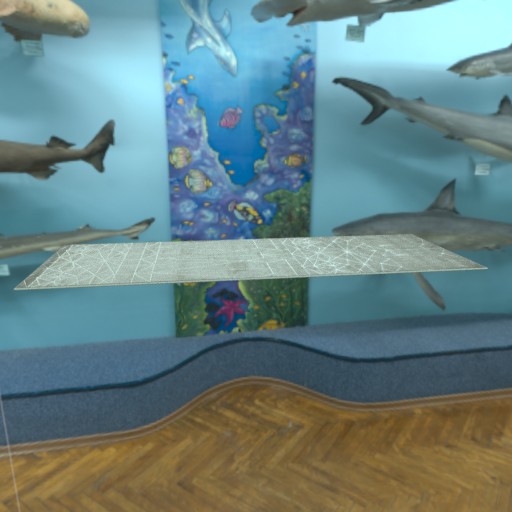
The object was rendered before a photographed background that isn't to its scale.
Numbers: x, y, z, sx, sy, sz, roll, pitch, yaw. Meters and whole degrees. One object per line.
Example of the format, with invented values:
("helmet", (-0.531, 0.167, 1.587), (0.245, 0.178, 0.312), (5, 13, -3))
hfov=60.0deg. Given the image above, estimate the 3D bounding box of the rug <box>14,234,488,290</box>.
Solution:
("rug", (0.000, 0.000, 2.626), (2.388, 0.012, 0.864), (-2, 15, -8))
